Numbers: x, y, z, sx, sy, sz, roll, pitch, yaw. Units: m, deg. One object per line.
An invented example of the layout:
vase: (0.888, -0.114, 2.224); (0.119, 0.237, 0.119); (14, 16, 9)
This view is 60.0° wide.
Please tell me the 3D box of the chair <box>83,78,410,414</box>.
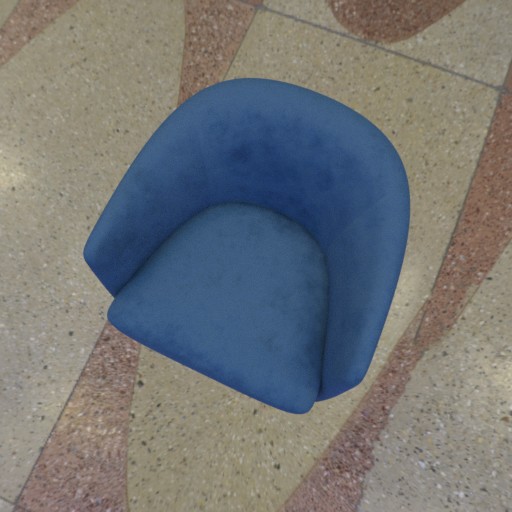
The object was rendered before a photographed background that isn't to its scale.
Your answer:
chair: (0.000, 0.000, 1.360); (0.773, 0.698, 0.767); (24, 76, 7)
